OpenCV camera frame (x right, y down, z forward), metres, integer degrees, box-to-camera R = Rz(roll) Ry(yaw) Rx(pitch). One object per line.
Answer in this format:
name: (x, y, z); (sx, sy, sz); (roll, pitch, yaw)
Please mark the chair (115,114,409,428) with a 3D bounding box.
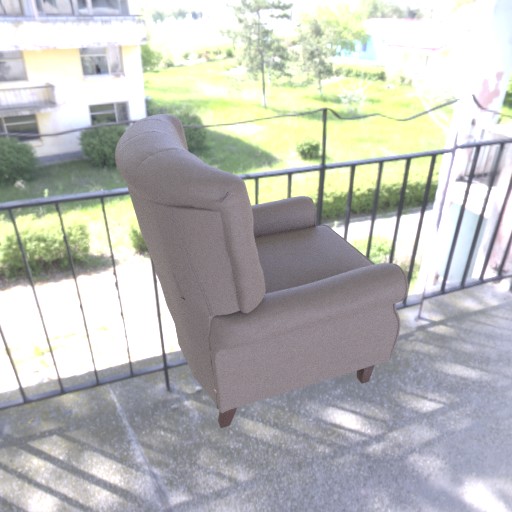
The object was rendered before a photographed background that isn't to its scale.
chair: (0.000, 0.000, 1.942); (1.041, 1.138, 0.999); (-11, 32, -18)
